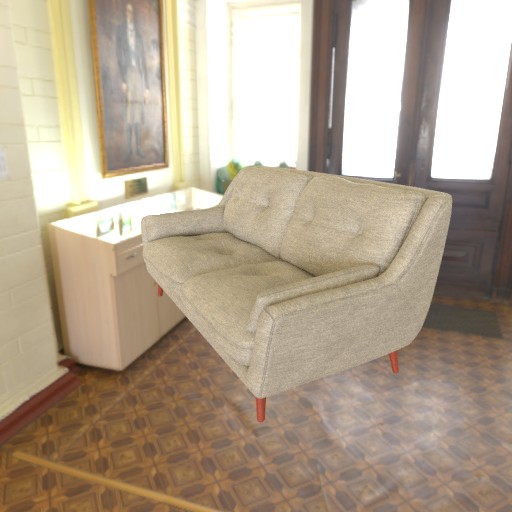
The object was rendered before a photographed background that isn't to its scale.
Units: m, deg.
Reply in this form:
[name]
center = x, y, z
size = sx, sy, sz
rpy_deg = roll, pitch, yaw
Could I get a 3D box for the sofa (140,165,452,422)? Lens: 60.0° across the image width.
[sofa]
center = 0.000, 0.000, 2.481
size = 0.976, 0.897, 1.930
rpy_deg = -8, 17, -25
